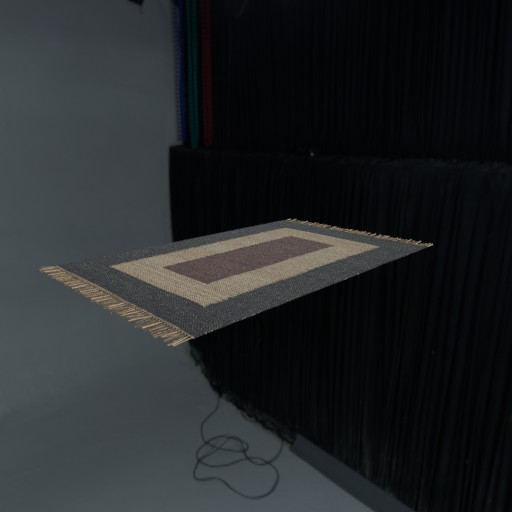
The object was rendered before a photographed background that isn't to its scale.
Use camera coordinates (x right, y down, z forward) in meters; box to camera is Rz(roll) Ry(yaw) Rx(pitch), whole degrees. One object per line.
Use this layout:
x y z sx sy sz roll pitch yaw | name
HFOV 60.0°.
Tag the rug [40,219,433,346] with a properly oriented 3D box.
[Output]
0.000 0.000 2.585 2.021 0.027 1.224 -15 21 -43 | rug
